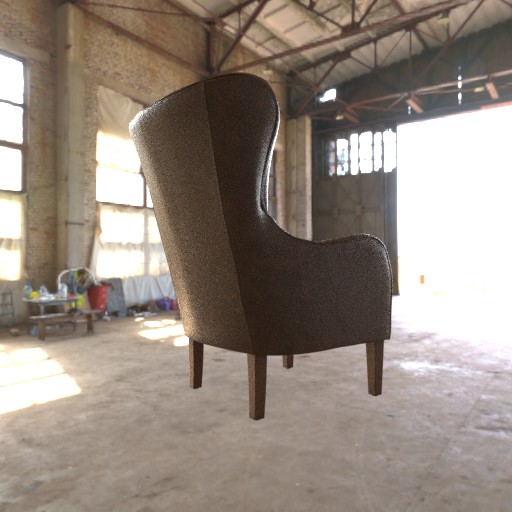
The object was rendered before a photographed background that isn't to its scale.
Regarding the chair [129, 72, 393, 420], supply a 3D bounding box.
[{"bbox_3d":[0.000,0.000,1.674,0.914,1.048,0.692,0,-1,-35],"label":"chair"}]
